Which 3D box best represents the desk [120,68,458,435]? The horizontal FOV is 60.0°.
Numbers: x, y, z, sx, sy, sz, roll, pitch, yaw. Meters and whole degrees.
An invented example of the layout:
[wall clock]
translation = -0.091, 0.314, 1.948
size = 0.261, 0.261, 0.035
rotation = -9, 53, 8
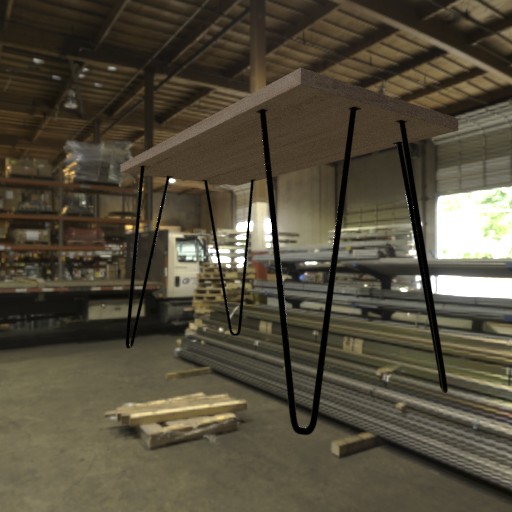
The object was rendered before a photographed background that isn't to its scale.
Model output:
[desk]
translation = 0.000, 0.000, 1.330
size = 0.499, 0.660, 0.991
rotation = 0, 0, -35
